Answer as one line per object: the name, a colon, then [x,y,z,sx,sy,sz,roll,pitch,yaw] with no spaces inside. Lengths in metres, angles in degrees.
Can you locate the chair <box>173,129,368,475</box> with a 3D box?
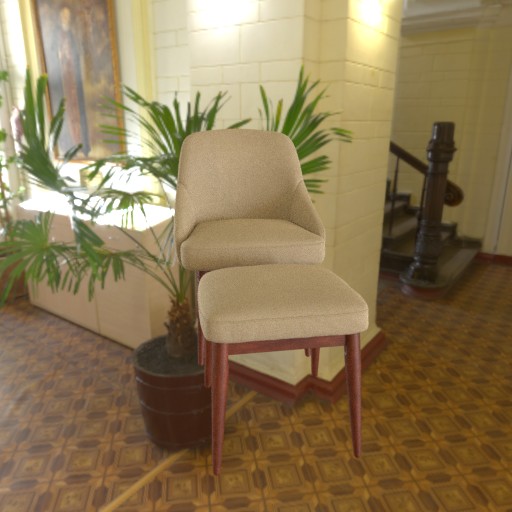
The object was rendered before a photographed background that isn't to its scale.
chair: [0.000,0.000,1.599,0.584,0.866,1.114,-3,17,-9]
